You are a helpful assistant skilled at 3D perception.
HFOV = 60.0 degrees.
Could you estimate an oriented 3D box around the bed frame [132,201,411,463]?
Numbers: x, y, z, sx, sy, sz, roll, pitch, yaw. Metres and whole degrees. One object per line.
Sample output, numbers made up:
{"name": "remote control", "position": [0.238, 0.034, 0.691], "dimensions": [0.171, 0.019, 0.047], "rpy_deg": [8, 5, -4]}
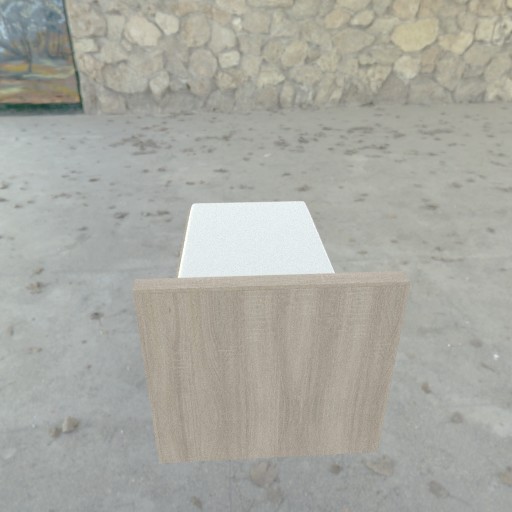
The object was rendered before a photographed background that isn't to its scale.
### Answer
{"name": "bed frame", "position": [0.000, 0.000, 2.726], "dimensions": [0.990, 0.920, 2.140], "rpy_deg": [-2, 29, -3]}
